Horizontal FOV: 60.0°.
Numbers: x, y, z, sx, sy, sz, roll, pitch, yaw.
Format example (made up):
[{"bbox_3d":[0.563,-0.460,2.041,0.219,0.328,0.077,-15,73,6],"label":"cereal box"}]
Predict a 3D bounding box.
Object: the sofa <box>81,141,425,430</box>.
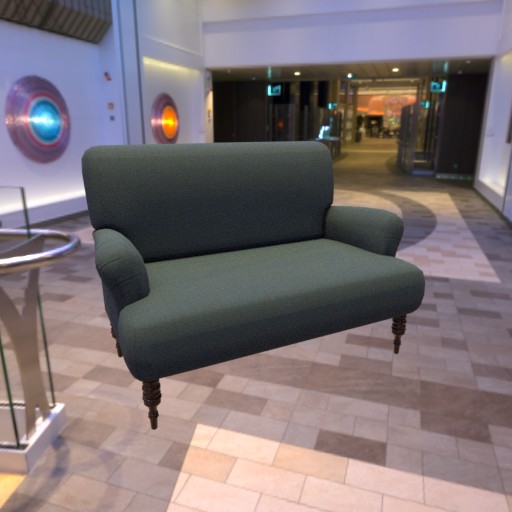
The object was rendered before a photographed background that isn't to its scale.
[{"bbox_3d":[0.000,0.000,1.842,1.297,0.889,0.779,-8,18,-27],"label":"sofa"}]
